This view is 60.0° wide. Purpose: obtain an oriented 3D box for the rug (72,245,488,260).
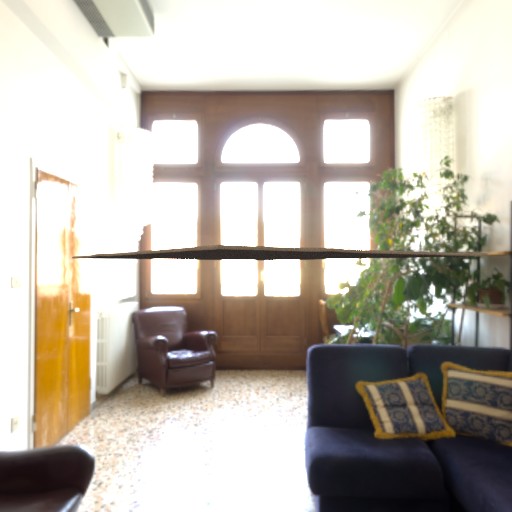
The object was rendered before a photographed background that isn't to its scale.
[{"bbox_3d":[0.000,0.000,0.878,0.548,0.006,0.639,1,-2,-35],"label":"rug"}]
